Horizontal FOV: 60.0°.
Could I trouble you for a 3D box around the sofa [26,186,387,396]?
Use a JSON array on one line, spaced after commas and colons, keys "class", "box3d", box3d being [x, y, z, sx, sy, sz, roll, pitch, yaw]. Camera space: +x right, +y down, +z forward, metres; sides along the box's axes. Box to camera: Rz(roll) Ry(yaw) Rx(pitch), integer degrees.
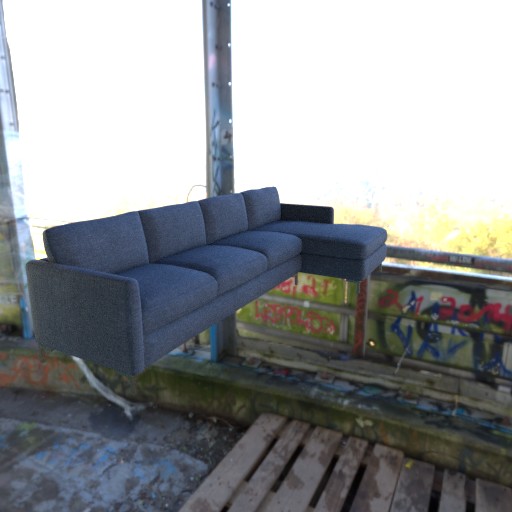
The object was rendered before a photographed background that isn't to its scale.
[{"class": "sofa", "box3d": [0.000, 0.000, 3.401, 1.350, 0.810, 2.932, 8, 16, 28]}]
